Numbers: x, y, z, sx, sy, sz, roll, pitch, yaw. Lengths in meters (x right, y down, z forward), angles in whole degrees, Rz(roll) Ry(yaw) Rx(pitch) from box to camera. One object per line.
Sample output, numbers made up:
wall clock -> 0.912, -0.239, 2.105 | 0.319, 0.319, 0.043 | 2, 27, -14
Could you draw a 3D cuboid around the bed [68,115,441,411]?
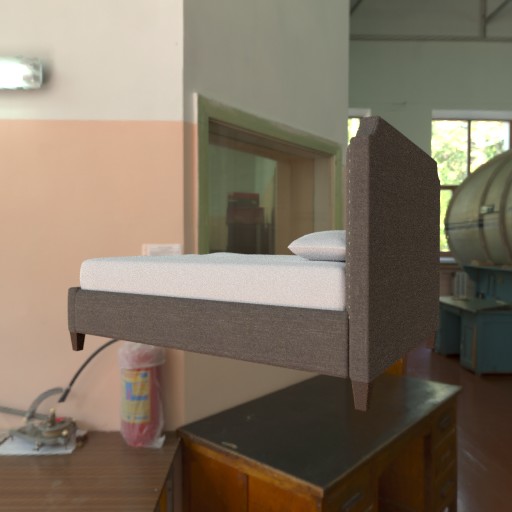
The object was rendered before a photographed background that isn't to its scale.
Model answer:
bed -> 0.000, 0.000, 3.452 | 2.381, 1.457, 1.713 | 1, 1, 33
